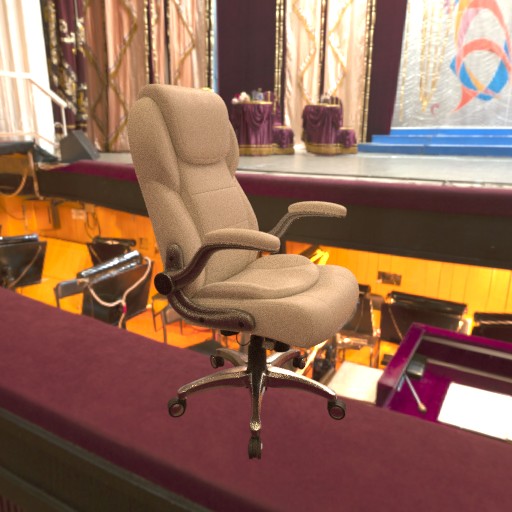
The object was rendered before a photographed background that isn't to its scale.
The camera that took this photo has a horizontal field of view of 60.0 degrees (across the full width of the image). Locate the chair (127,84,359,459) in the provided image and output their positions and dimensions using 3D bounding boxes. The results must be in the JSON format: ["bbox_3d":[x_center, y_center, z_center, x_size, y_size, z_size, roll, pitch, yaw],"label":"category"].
[{"bbox_3d":[0.000,0.000,1.818,0.806,1.330,0.755,8,18,28],"label":"chair"}]
